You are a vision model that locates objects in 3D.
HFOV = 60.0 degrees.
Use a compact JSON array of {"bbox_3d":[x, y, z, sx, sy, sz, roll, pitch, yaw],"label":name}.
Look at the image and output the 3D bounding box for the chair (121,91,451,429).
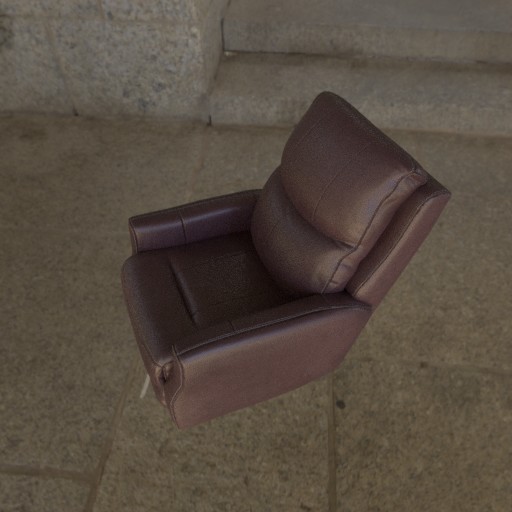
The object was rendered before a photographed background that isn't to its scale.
[{"bbox_3d":[0.000,0.000,1.789,1.080,1.030,0.829,-17,49,-16],"label":"chair"}]
